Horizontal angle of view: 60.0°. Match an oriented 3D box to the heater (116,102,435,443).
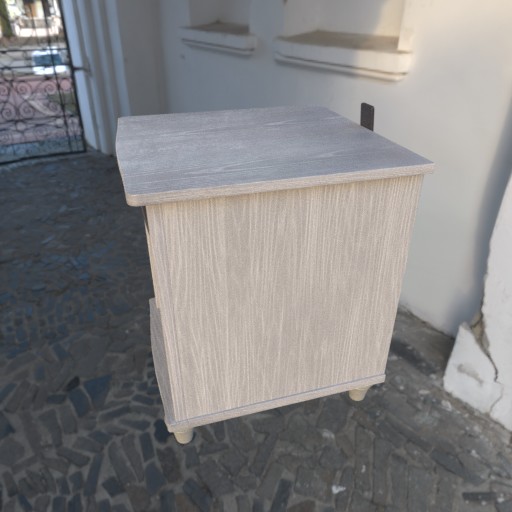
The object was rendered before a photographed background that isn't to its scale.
[{"bbox_3d":[0.000,0.000,0.759,0.400,0.481,0.362,-8,31,-14],"label":"heater"}]
